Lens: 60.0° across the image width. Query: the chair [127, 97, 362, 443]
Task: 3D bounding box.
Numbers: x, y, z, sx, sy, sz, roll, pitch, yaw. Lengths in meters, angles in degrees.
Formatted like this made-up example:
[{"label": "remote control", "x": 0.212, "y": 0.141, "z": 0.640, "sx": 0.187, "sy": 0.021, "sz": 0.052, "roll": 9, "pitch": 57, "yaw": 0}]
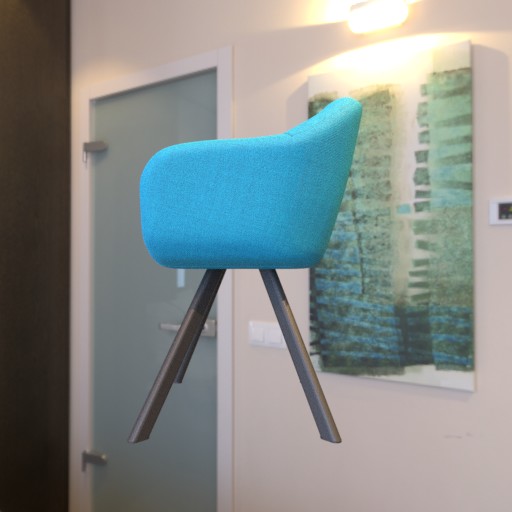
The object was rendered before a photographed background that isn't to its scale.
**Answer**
[{"label": "chair", "x": 0.000, "y": 0.000, "z": 1.185, "sx": 0.550, "sy": 0.795, "sz": 0.590, "roll": 0, "pitch": 0, "yaw": 0}]
